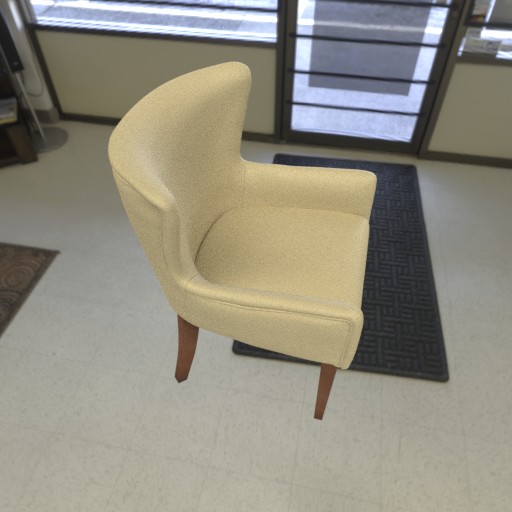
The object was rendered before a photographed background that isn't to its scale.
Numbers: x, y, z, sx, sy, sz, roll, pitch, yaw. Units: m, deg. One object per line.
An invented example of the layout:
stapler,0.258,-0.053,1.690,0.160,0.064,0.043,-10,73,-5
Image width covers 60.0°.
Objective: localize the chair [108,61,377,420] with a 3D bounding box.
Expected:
chair,0.000,0.000,1.418,0.686,0.952,0.660,10,48,10
